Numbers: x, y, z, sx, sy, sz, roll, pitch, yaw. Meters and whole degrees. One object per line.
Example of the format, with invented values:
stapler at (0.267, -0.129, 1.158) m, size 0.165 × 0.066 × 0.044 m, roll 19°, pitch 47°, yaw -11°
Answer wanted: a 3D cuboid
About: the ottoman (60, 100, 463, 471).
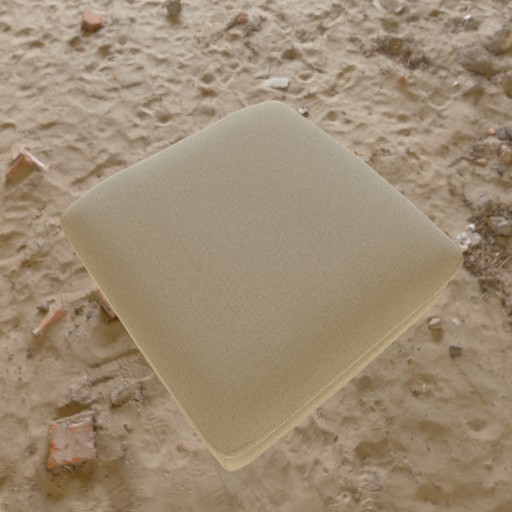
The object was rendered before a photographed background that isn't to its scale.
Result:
ottoman at (0.000, 0.000, 1.534) m, size 0.977 × 0.467 × 0.996 m, roll -34°, pitch 64°, yaw -19°
